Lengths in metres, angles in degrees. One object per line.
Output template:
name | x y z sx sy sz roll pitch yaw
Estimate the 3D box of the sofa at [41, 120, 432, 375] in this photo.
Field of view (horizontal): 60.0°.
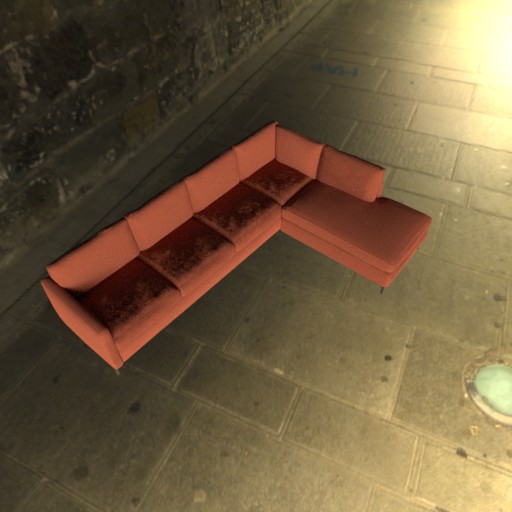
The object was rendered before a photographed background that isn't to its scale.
sofa | 0.000 0.000 3.648 1.879 0.757 2.736 31 54 26
